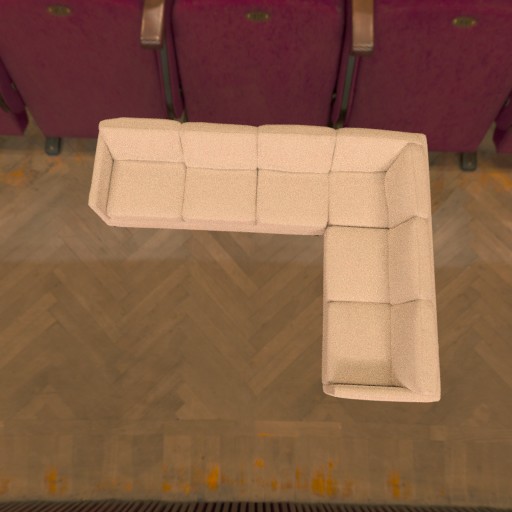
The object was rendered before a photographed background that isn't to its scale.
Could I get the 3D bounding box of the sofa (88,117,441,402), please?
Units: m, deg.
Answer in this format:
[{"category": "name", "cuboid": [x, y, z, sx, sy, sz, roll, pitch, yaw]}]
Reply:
[{"category": "sofa", "cuboid": [0.000, 0.000, 4.347, 3.302, 0.947, 2.593, 3, 76, 1]}]
